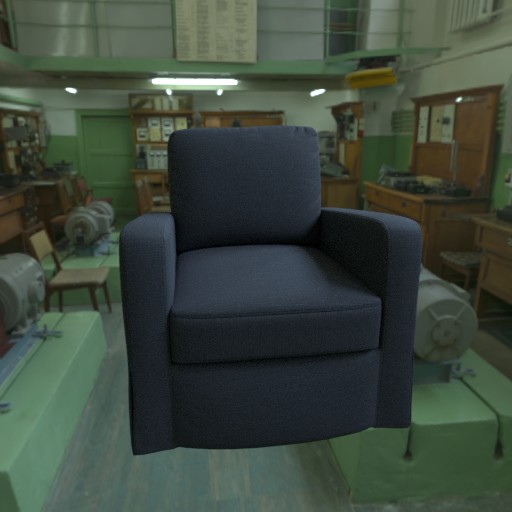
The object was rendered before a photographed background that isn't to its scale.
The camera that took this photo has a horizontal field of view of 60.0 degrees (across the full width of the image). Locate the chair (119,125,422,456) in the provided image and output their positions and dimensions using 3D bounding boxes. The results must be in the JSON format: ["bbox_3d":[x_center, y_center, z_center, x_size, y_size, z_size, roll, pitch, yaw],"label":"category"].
[{"bbox_3d":[0.000,0.000,1.497,0.798,0.855,0.863,-2,16,-8],"label":"chair"}]
